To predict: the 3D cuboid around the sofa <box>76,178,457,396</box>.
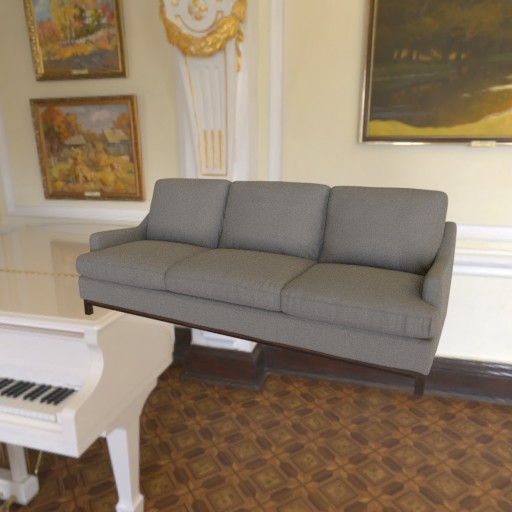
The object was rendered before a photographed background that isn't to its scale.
[{"bbox_3d":[0.000,0.000,2.918,2.344,0.926,0.987,7,16,27],"label":"sofa"}]
